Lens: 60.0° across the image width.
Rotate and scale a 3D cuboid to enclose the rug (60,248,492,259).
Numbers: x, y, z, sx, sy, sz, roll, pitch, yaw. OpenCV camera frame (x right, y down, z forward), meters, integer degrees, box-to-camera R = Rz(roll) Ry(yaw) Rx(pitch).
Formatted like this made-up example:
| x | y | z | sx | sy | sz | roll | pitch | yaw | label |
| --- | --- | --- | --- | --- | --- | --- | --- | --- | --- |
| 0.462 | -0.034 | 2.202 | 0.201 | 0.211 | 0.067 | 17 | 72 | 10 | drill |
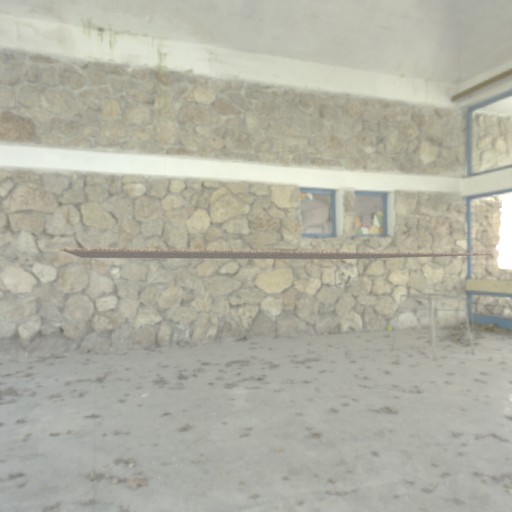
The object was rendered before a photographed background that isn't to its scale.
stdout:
| x | y | z | sx | sy | sz | roll | pitch | yaw | label |
| --- | --- | --- | --- | --- | --- | --- | --- | --- | --- |
| 0.000 | 0.000 | 4.217 | 3.205 | 0.013 | 2.448 | 0 | -1 | -19 | rug |
